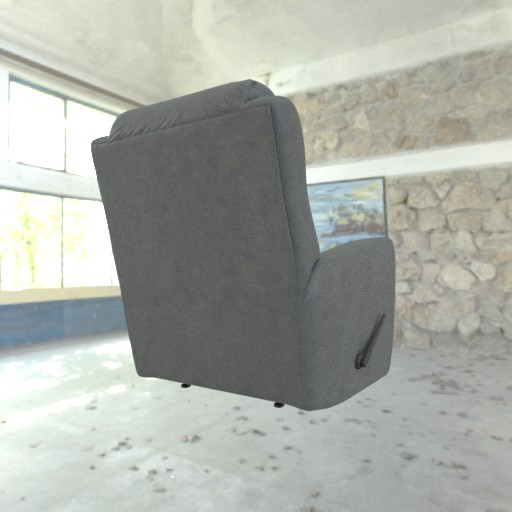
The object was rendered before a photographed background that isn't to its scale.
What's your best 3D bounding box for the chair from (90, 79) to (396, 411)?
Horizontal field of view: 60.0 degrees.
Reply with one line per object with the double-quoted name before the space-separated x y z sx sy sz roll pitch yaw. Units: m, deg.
"chair" 0.000 0.000 1.909 0.967 1.116 1.068 -1 -1 34
